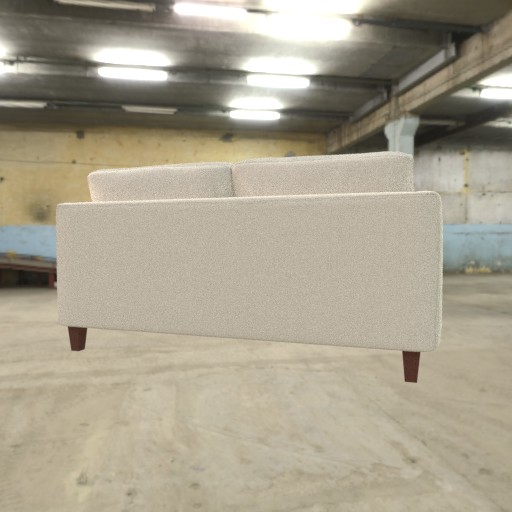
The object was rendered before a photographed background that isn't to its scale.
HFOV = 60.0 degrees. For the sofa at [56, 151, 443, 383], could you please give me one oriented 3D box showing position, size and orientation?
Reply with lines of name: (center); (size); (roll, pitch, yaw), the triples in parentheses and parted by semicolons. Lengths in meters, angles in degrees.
sofa: (0.000, 0.000, 2.264); (1.702, 0.888, 0.964); (1, 2, 18)
